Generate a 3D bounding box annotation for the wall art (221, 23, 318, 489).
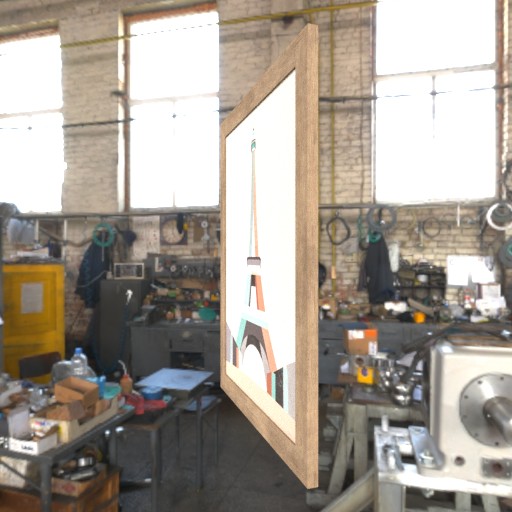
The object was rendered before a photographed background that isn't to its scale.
[{"bbox_3d":[0.000,0.000,0.909,0.018,0.686,0.534,0,0,-18],"label":"wall art"}]
